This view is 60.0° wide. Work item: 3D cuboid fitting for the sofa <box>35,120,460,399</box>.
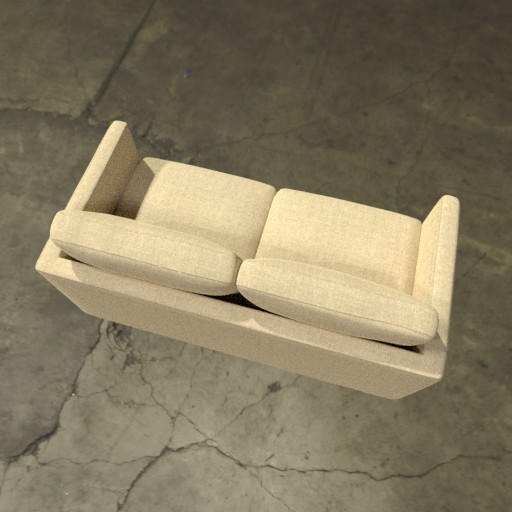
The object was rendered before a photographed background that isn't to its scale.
[{"bbox_3d":[0.000,0.000,2.354,1.884,0.963,0.950,14,66,7],"label":"sofa"}]
